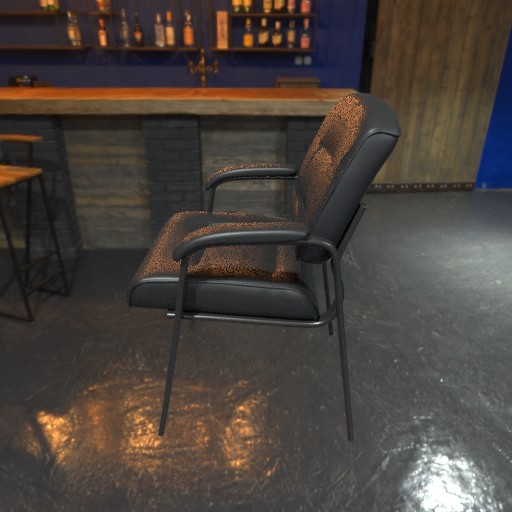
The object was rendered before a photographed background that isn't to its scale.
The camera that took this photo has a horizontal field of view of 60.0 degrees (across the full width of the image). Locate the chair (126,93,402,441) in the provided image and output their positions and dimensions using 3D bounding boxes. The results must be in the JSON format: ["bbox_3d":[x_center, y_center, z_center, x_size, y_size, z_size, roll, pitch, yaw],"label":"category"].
[{"bbox_3d":[0.000,0.000,1.322,0.668,0.910,0.591,1,27,2],"label":"chair"}]
